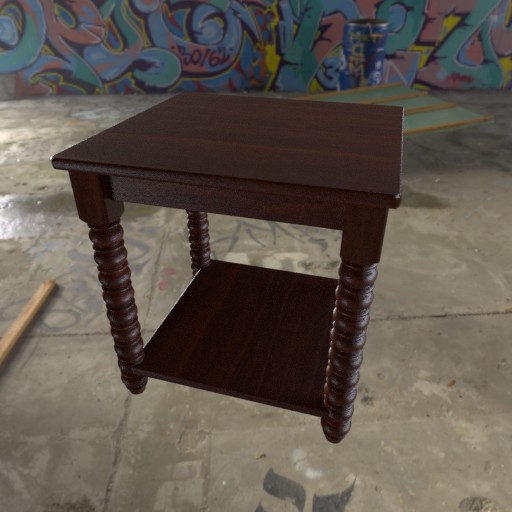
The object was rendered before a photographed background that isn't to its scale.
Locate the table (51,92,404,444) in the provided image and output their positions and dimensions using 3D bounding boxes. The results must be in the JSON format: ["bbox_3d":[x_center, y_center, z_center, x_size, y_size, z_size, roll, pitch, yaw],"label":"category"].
[{"bbox_3d":[0.000,0.000,0.980,0.533,0.567,0.500,9,33,14],"label":"table"}]
